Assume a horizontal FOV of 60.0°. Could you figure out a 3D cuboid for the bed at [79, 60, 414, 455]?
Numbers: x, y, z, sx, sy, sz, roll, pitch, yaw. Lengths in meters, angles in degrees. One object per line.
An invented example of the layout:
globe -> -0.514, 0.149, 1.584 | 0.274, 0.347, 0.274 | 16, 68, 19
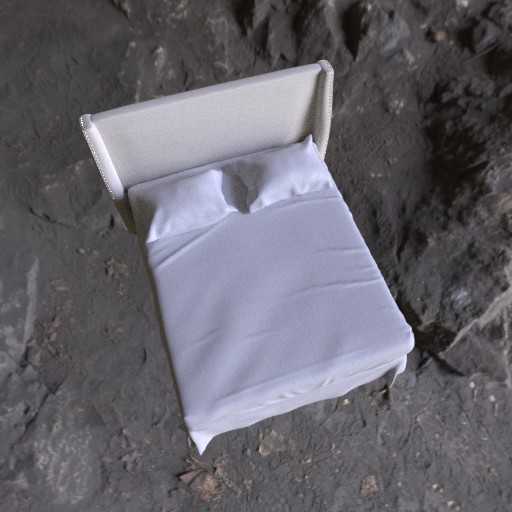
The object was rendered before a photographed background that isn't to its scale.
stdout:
bed -> 0.000, 0.000, 3.338 | 1.925, 1.332, 2.276 | -16, 64, -8
